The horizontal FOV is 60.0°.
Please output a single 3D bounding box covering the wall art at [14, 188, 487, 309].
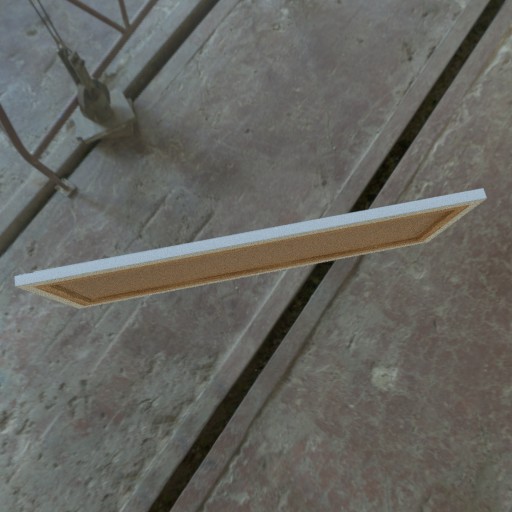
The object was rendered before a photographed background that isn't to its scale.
[{"bbox_3d":[0.000,0.000,1.653,1.520,0.507,0.039,-11,76,-3],"label":"wall art"}]
